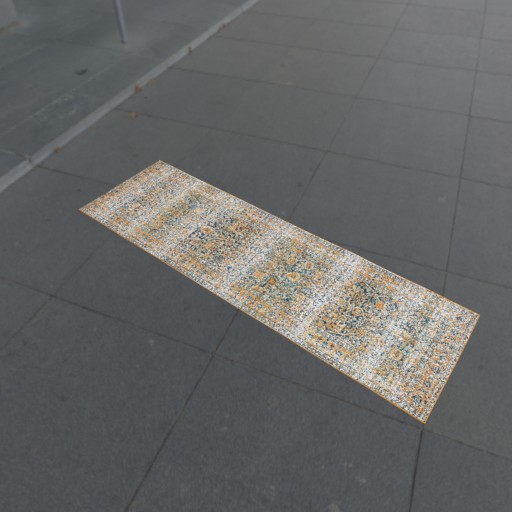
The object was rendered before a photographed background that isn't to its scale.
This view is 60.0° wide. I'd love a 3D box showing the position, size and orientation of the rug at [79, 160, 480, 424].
[{"bbox_3d":[0.000,0.000,2.513,2.294,0.014,0.704,28,52,25],"label":"rug"}]
